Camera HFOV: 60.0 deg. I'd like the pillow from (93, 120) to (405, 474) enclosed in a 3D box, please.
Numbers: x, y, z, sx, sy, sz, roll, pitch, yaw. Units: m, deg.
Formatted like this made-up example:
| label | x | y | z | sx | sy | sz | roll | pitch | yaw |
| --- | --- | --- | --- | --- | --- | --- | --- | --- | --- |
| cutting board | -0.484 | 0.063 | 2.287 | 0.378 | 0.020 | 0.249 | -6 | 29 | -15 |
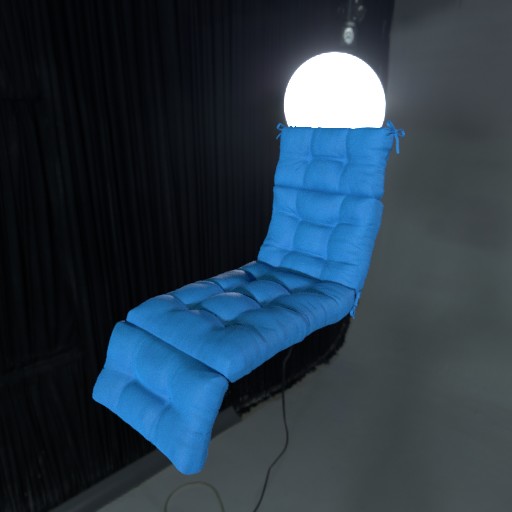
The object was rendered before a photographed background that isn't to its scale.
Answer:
| label | x | y | z | sx | sy | sz | roll | pitch | yaw |
| --- | --- | --- | --- | --- | --- | --- | --- | --- | --- |
| pillow | 0.000 | 0.000 | 1.474 | 0.526 | 0.863 | 1.016 | 15 | 23 | 41 |
